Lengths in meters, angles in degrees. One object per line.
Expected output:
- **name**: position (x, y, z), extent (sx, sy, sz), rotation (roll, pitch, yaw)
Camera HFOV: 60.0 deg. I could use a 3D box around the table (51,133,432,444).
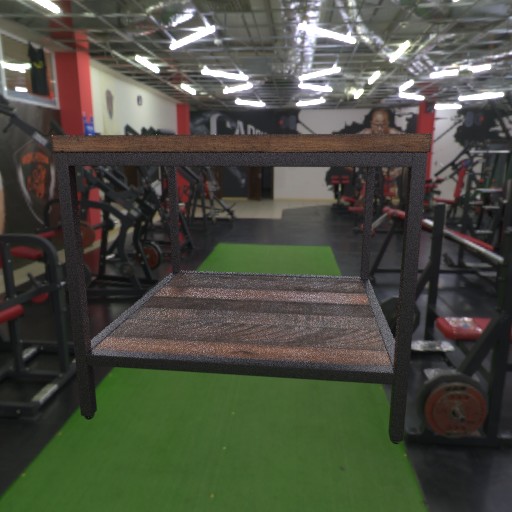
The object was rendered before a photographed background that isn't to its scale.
- **table**: position (0.000, 0.000, 0.949), extent (0.548, 0.482, 0.553), rotation (2, 13, 7)
